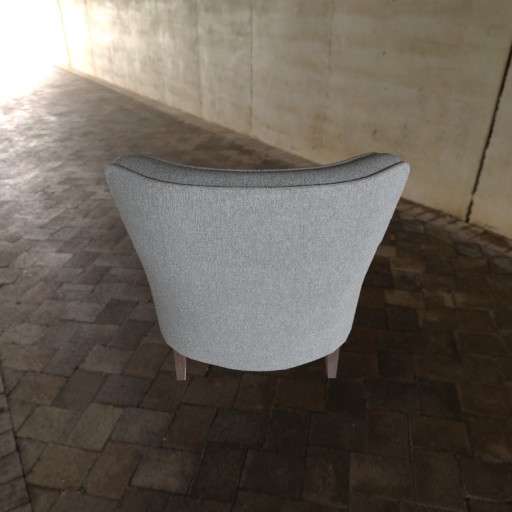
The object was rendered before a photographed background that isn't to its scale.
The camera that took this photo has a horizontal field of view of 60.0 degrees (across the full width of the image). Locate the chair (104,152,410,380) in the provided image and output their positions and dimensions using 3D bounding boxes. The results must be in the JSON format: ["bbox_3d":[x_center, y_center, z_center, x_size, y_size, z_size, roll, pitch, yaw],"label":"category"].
[{"bbox_3d":[0.000,0.000,1.618,0.820,0.920,0.910,-1,29,-1],"label":"chair"}]
